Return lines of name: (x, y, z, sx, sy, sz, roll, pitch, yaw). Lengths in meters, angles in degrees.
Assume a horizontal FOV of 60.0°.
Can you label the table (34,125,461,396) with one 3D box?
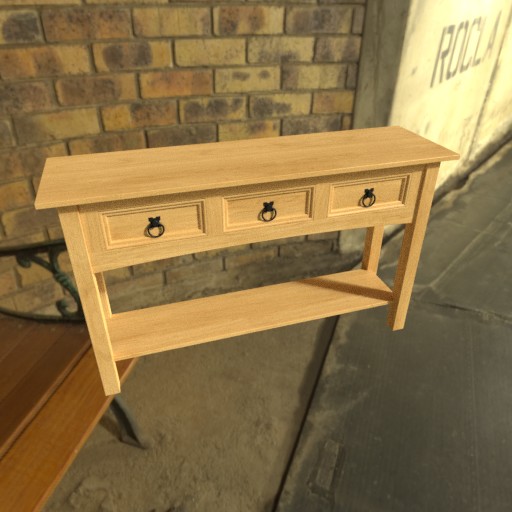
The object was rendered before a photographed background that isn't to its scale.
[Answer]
table: (0.000, 0.000, 1.568, 1.240, 0.730, 0.350, -9, 33, -15)
